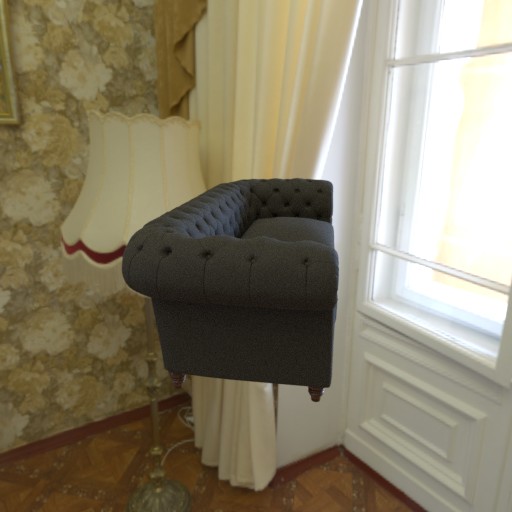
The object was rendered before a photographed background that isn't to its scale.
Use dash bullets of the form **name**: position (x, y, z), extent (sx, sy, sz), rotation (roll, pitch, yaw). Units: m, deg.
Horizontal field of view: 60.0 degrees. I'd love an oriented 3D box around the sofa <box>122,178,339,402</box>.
- **sofa**: position (0.000, 0.000, 2.817), extent (0.991, 0.762, 2.362), rotation (3, 17, 9)
